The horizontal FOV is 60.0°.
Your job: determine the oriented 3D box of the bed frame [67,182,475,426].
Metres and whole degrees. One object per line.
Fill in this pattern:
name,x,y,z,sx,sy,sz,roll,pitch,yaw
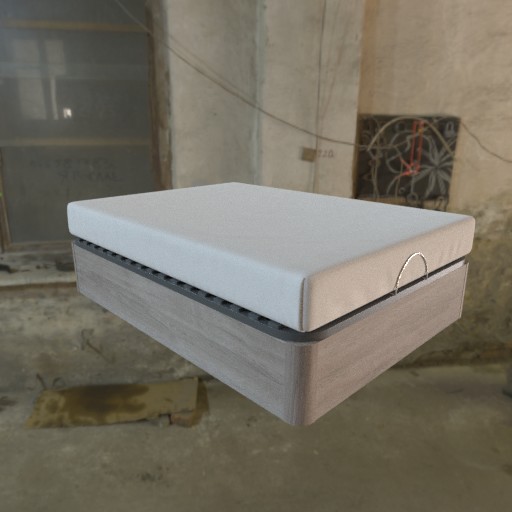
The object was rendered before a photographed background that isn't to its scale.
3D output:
bed frame,0.000,0.000,2.558,1.400,0.561,1.900,-16,23,-42
